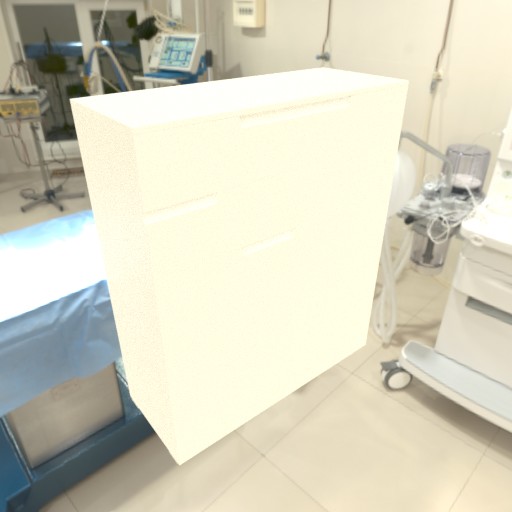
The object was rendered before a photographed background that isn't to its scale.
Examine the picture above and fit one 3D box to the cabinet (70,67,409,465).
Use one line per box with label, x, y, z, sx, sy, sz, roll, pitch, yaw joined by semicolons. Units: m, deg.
cabinet;0.000;0.000;1.661;1.000;1.190;0.400;-22;37;-32
